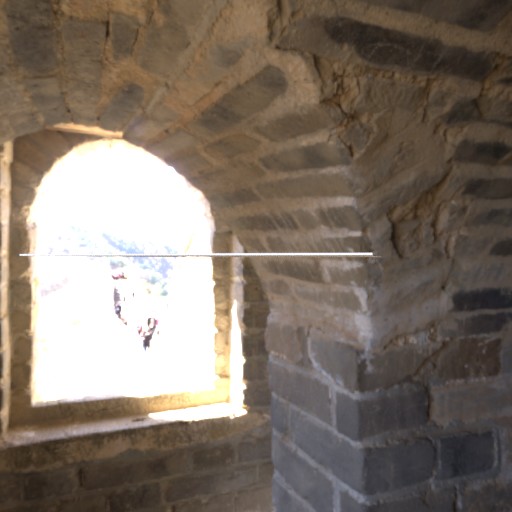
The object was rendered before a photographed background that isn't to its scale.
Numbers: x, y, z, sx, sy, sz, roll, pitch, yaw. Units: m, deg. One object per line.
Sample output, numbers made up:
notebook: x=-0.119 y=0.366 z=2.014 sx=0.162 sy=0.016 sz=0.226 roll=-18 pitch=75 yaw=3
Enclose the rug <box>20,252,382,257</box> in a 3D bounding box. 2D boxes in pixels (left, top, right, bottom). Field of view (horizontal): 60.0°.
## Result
rug: x=0.000 y=0.000 z=2.836 sx=1.522 sy=0.008 sz=2.284 roll=0 pitch=0 yaw=16
